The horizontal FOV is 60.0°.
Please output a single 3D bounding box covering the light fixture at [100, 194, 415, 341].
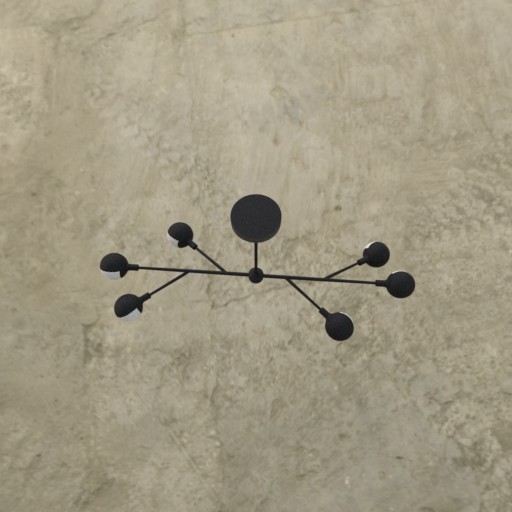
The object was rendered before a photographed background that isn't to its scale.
[{"bbox_3d":[0.000,0.000,1.035,0.778,0.362,0.434,18,65,9],"label":"light fixture"}]
